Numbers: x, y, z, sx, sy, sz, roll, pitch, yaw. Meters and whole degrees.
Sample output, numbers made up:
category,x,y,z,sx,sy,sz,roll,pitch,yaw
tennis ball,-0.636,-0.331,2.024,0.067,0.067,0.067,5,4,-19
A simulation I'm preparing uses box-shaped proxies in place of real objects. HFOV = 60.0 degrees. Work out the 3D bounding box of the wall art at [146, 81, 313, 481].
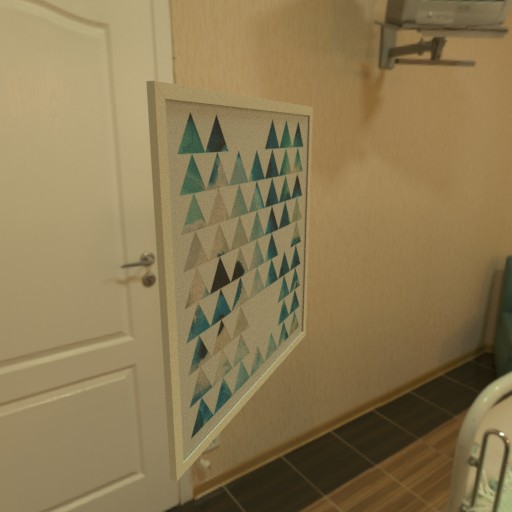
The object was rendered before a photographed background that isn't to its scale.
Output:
category,x,y,z,sx,sy,sz,roll,pitch,yaw
wall art,0.000,0.000,0.829,0.012,0.557,0.557,7,17,25
